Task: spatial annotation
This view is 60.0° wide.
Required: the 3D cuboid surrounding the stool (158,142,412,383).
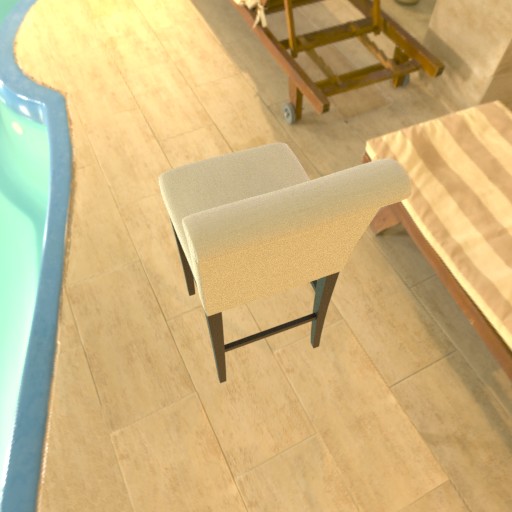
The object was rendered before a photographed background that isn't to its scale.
[{"bbox_3d":[0.000,0.000,1.426,0.452,1.124,0.597,-18,59,-11],"label":"stool"}]
